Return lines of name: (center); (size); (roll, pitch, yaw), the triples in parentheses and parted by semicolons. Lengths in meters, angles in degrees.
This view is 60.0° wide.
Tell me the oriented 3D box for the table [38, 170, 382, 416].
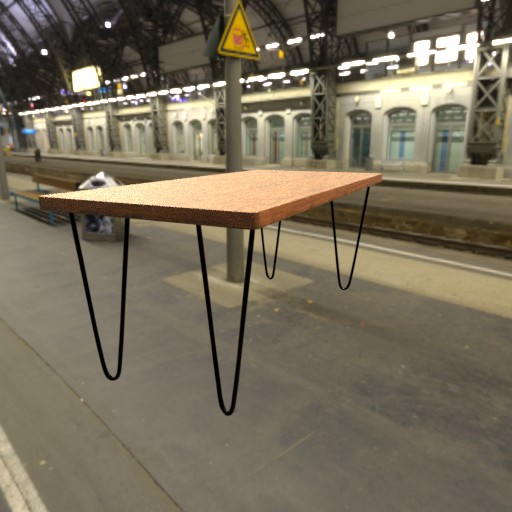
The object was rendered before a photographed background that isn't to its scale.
table: (0.000, 0.000, 2.272); (0.883, 0.753, 1.791); (7, 16, 25)
